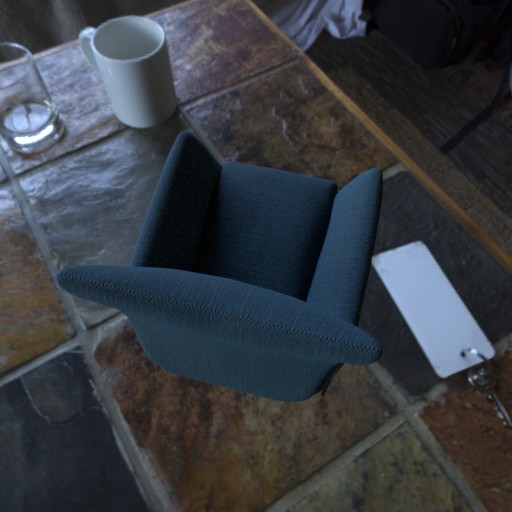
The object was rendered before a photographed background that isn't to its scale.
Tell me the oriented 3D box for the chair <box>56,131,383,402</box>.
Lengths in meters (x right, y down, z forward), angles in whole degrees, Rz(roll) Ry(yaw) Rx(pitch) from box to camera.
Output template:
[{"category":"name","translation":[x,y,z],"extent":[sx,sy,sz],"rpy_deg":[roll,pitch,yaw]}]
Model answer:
[{"category":"chair","translation":[0.000,0.000,1.400],"extent":[0.678,0.859,0.769],"rpy_deg":[13,64,6]}]
